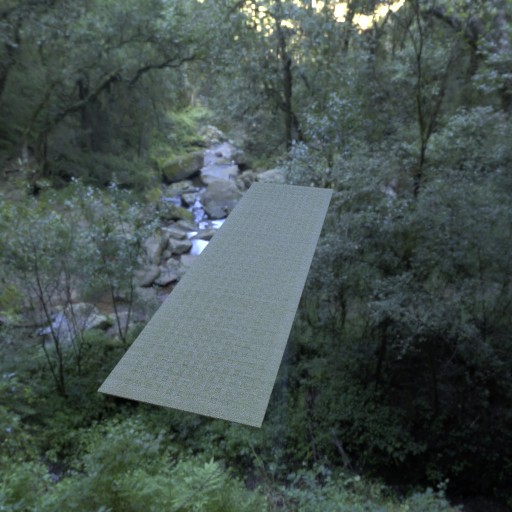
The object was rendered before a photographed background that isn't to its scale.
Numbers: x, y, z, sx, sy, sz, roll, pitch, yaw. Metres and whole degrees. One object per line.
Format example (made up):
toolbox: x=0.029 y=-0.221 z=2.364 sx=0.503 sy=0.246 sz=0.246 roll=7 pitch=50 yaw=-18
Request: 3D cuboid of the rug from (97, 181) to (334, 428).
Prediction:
rug: x=0.000 y=0.000 z=2.740 sx=0.686 sy=0.006 sz=2.437 roll=8 pitch=31 yaw=13
